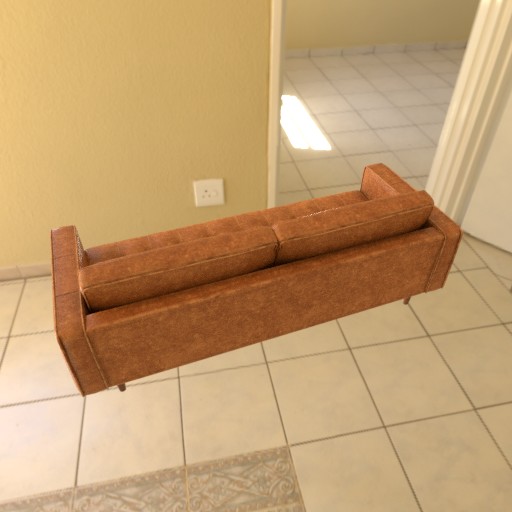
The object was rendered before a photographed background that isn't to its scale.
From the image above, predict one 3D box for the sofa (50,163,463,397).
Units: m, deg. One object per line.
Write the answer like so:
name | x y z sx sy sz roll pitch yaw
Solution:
sofa | 0.000 0.000 2.615 2.199 0.779 0.886 -14 43 -15
